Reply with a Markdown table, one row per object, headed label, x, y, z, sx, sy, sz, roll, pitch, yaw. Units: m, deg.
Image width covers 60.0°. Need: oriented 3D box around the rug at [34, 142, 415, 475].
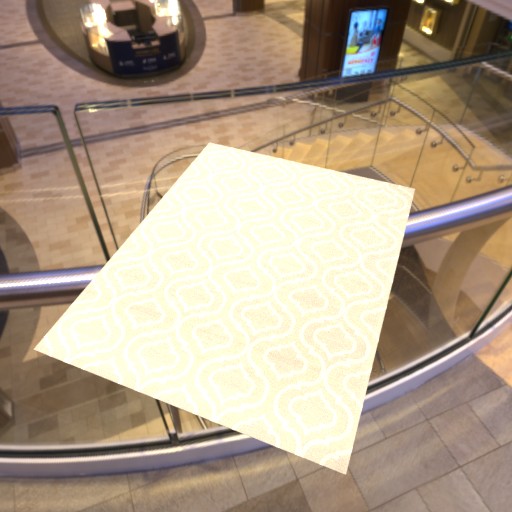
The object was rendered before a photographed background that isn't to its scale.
| label | x | y | z | sx | sy | sz | roll | pitch | yaw |
| --- | --- | --- | --- | --- | --- | --- | --- | --- | --- |
| rug | 0.000 | 0.000 | 3.811 | 2.283 | 0.006 | 2.892 | 16 | 49 | 15 |
